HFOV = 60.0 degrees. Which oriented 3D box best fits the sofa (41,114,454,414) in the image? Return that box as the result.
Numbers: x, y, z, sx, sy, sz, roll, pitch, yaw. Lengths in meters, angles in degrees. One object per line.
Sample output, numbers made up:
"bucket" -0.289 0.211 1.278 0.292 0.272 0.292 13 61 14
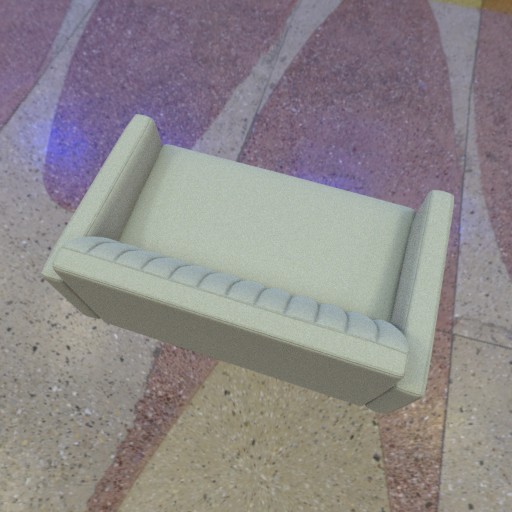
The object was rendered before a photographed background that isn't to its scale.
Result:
"sofa" 0.000 0.000 2.113 1.585 0.801 0.950 16 65 8
